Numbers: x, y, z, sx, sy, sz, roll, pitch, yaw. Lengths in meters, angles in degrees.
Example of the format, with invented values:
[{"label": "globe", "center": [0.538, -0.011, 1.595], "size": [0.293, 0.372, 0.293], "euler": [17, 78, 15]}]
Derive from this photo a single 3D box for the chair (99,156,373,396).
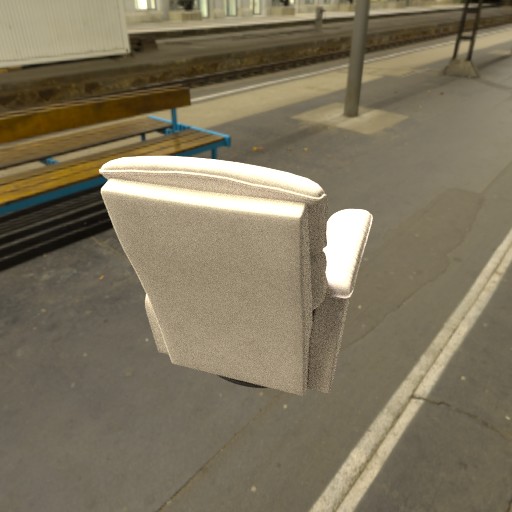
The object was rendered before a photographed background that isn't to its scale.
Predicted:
[{"label": "chair", "center": [0.000, 0.000, 1.748], "size": [0.820, 1.039, 1.001], "euler": [10, 32, 15]}]
